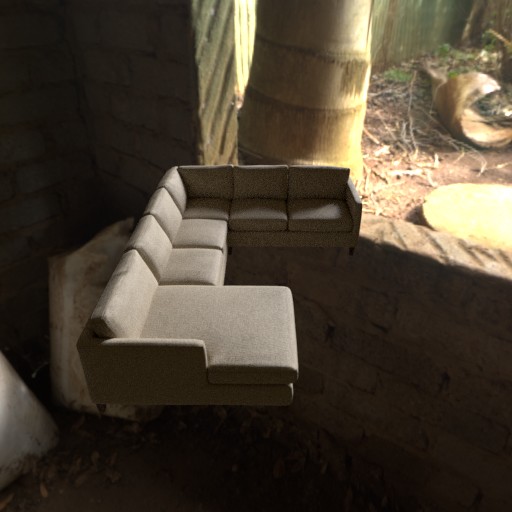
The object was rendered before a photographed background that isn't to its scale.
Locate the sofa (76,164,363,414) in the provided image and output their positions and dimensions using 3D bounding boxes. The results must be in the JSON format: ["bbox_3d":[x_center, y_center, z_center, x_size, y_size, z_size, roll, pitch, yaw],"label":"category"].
[{"bbox_3d":[0.000,0.000,4.745,2.593,0.959,3.460,0,31,1],"label":"sofa"}]
